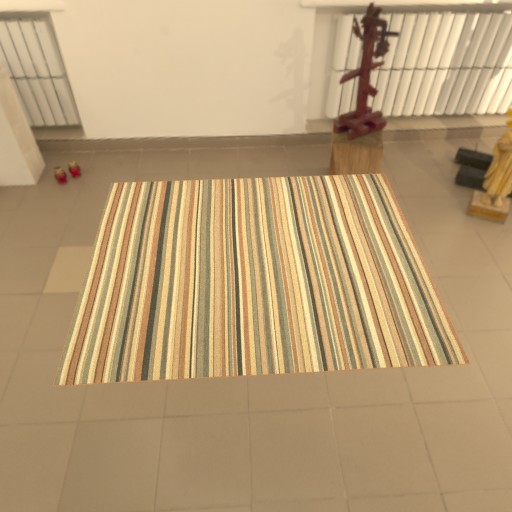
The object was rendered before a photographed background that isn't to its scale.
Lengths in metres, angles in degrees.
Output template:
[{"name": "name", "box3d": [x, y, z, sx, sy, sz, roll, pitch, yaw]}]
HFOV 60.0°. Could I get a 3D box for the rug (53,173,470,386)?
[{"name": "rug", "box3d": [0.000, 0.000, 4.074, 3.045, 0.011, 2.436, -2, 46, -2]}]
